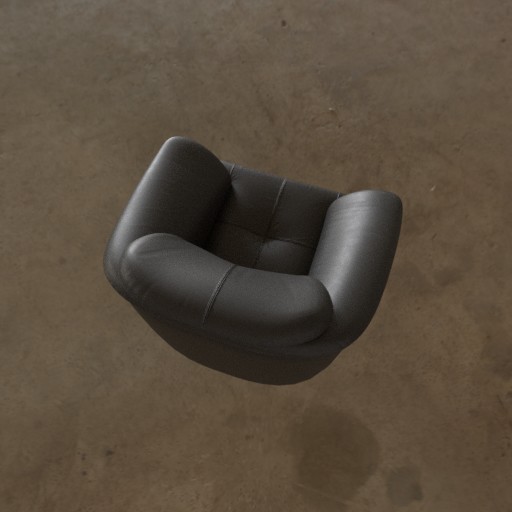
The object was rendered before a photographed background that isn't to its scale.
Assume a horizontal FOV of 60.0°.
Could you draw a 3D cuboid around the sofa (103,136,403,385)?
[{"bbox_3d":[0.000,0.000,1.546,0.870,0.811,0.794,17,66,8],"label":"sofa"}]
